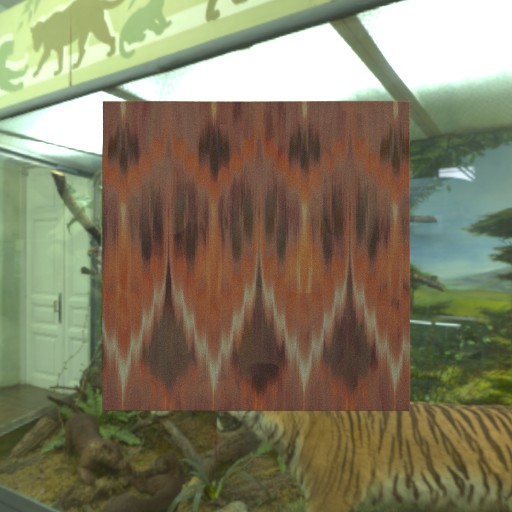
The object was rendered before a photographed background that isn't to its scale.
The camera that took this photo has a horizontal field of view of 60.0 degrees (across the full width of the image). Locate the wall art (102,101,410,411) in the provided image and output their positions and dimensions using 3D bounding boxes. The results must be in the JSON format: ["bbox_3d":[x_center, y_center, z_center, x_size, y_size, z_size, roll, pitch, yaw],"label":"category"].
[{"bbox_3d":[0.000,0.000,0.885,0.603,0.609,0.037,0,0,0],"label":"wall art"}]
